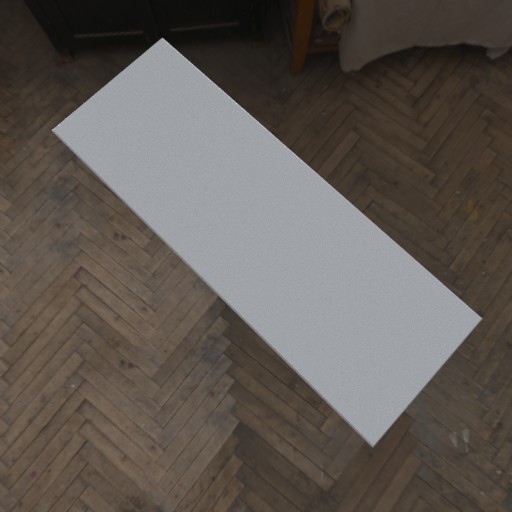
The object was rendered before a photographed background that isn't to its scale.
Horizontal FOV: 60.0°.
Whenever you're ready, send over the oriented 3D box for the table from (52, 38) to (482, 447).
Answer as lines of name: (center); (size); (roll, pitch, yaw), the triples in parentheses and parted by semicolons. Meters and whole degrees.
table: (0.000, 0.000, 1.422); (1.067, 0.749, 0.381); (43, 80, 9)
